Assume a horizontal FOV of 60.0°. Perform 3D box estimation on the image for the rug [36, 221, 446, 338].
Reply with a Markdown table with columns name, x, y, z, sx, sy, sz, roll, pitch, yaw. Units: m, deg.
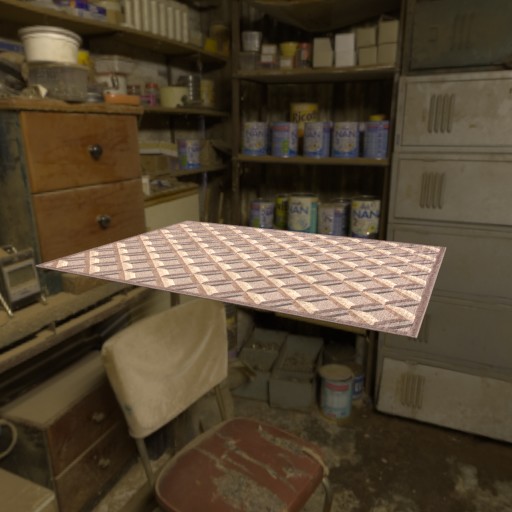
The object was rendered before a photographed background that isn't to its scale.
| name | x | y | z | sx | sy | sz | roll | pitch | yaw |
| --- | --- | --- | --- | --- | --- | --- | --- | --- | --- |
| rug | 0.000 | 0.000 | 4.342 | 3.294 | 0.018 | 2.382 | 8 | 17 | 25 |
